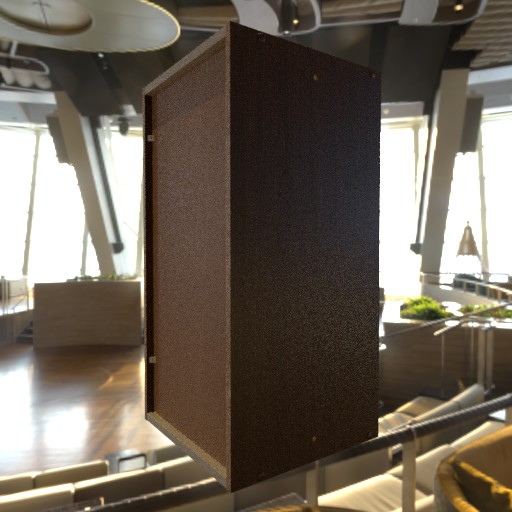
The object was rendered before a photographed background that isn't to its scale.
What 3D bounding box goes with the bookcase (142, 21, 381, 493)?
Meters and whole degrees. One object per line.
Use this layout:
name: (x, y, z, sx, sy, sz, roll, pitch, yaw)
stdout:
bookcase: (0.000, 0.000, 0.767, 0.290, 0.600, 0.300, -1, 2, -35)
